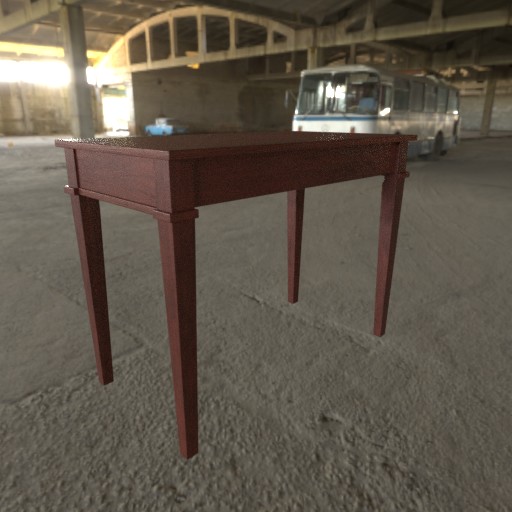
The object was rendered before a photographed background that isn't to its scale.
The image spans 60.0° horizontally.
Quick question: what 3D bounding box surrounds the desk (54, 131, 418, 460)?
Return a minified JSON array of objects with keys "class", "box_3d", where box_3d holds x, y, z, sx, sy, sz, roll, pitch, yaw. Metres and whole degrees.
[{"class":"desk","box_3d":[0.000,0.000,1.469,1.001,0.762,0.549,-17,24,-42]}]
